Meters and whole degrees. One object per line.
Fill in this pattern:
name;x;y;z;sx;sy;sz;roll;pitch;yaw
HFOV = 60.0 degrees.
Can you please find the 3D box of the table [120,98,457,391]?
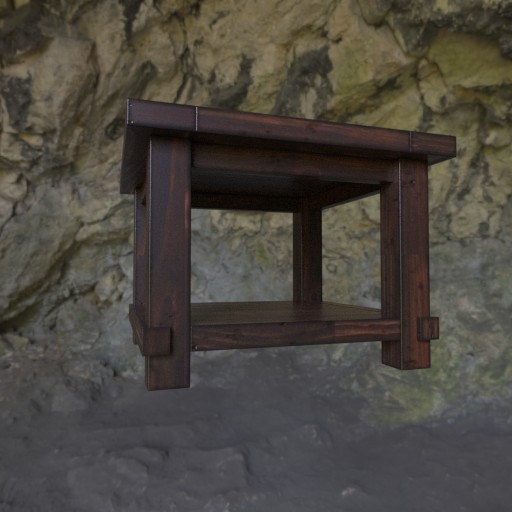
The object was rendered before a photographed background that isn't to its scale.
table;0.000;0.000;1.018;0.593;0.437;0.606;1;-2;-18
